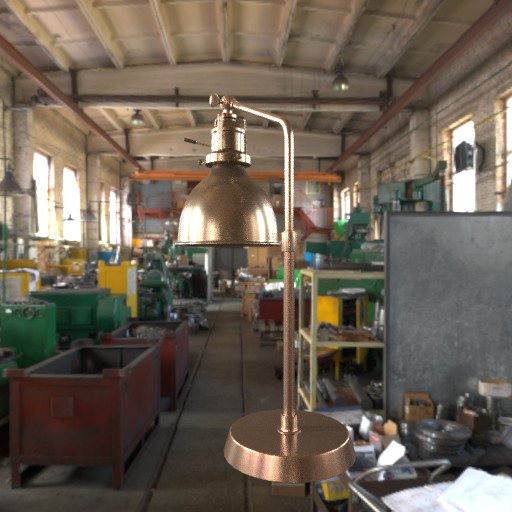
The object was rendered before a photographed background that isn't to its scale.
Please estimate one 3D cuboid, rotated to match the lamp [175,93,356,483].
[{"bbox_3d":[0.000,0.000,0.575,0.153,0.456,0.286,0,0,-36],"label":"lamp"}]
